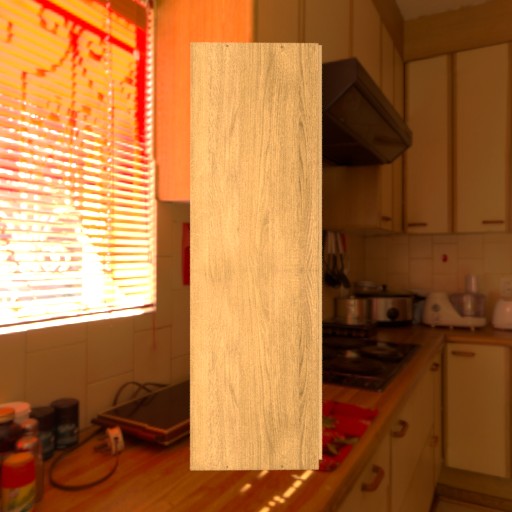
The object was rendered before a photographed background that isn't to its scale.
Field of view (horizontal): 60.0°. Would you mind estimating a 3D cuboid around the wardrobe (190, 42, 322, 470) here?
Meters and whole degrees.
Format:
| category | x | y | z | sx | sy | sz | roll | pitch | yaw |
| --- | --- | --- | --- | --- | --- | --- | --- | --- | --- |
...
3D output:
| category | x | y | z | sx | sy | sz | roll | pitch | yaw |
| --- | --- | --- | --- | --- | --- | --- | --- | --- | --- |
| wardrobe | 0.000 | 0.000 | 2.917 | 0.629 | 1.960 | 1.780 | 0 | 0 | -1 |
